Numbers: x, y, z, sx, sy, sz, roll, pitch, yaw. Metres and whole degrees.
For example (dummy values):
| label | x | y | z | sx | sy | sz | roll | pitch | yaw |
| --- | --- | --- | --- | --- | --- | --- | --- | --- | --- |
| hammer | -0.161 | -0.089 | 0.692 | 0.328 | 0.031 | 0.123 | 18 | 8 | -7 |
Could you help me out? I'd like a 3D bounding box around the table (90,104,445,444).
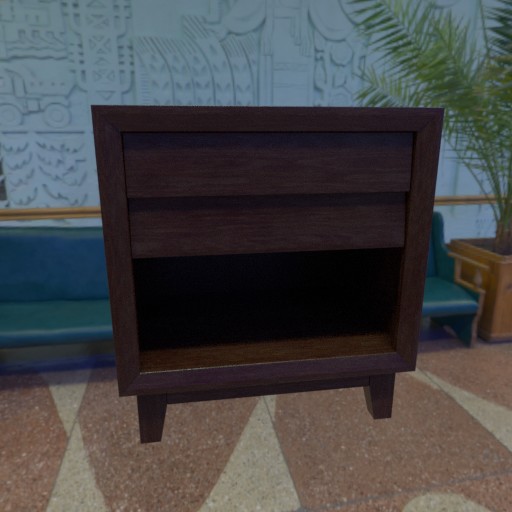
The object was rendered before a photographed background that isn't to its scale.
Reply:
| label | x | y | z | sx | sy | sz | roll | pitch | yaw |
| --- | --- | --- | --- | --- | --- | --- | --- | --- | --- |
| table | 0.000 | 0.000 | 0.982 | 0.557 | 0.609 | 0.449 | -2 | 16 | -9 |
